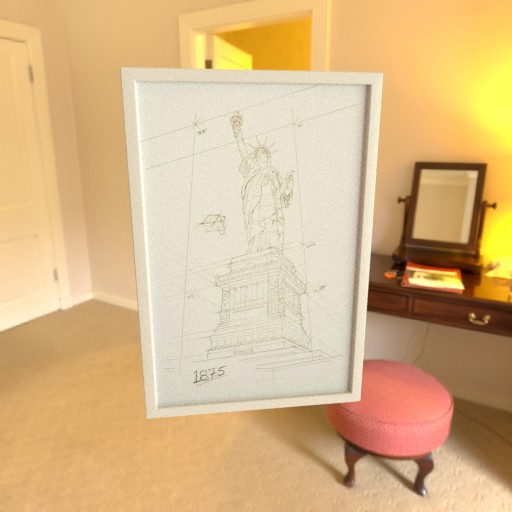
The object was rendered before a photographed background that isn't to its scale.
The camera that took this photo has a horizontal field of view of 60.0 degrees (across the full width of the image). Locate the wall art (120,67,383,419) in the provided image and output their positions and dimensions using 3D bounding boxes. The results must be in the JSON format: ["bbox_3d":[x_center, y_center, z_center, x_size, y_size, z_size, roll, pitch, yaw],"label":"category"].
[{"bbox_3d":[0.000,0.000,1.518,0.808,1.183,0.038,-2,15,-8],"label":"wall art"}]
